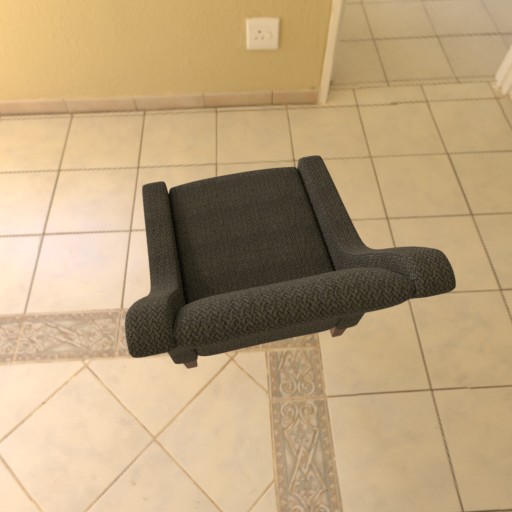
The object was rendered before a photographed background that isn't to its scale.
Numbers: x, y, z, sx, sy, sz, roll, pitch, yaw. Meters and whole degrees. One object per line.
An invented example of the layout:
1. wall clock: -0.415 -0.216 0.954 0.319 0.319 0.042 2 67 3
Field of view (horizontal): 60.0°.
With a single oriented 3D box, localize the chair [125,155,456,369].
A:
1. chair: 0.000 0.000 1.656 0.793 1.012 0.944 -11 60 -6
